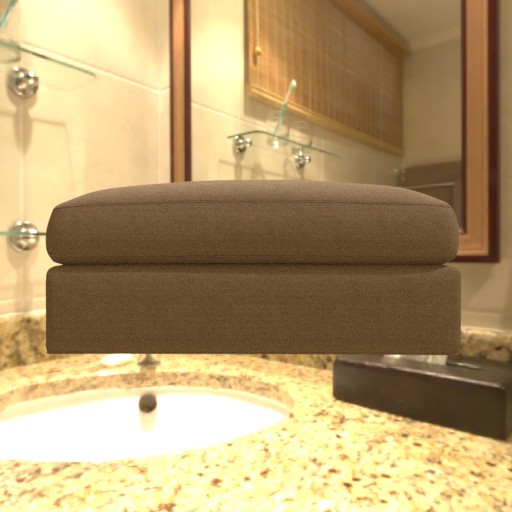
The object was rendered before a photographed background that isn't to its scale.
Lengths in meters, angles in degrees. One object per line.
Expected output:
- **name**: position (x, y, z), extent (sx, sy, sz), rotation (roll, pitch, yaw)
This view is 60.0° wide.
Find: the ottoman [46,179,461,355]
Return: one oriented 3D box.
- **ottoman**: position (0.000, 0.000, 1.587), extent (1.041, 0.470, 1.041), rotation (0, 1, 1)
